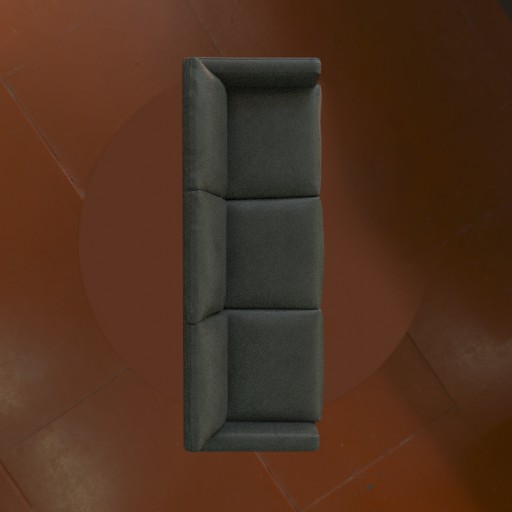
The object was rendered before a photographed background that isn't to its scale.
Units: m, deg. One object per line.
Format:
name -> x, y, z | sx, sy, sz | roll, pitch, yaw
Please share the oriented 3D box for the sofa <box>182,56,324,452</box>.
sofa -> 0.000, 0.000, 2.420 | 0.748, 0.805, 2.029 | 0, 91, 0
